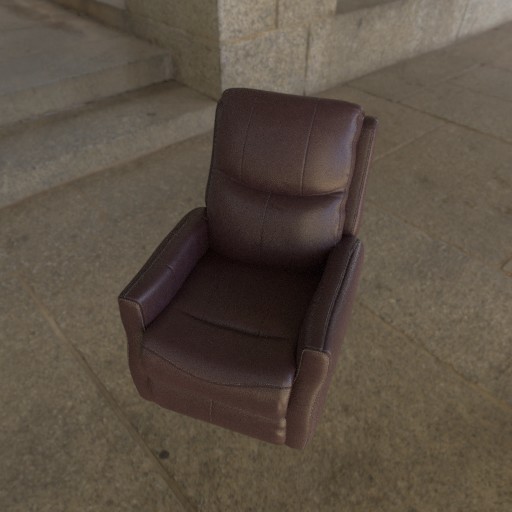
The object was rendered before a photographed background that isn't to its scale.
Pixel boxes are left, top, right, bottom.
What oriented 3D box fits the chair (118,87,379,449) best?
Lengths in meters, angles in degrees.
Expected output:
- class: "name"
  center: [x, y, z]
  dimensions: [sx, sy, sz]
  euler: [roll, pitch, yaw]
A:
- class: "chair"
  center: [0.000, 0.000, 1.787]
  dimensions: [0.829, 1.030, 1.080]
  euler: [13, 43, 14]
